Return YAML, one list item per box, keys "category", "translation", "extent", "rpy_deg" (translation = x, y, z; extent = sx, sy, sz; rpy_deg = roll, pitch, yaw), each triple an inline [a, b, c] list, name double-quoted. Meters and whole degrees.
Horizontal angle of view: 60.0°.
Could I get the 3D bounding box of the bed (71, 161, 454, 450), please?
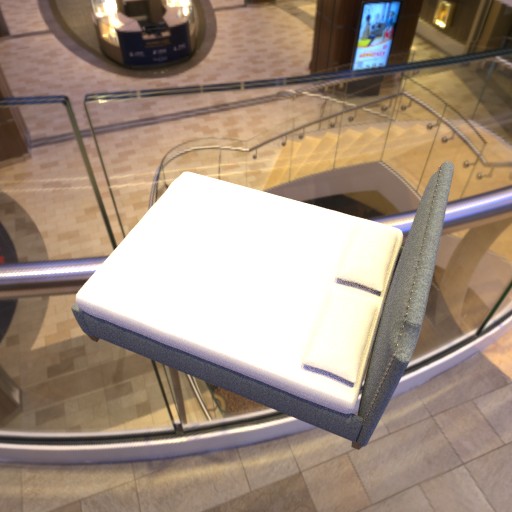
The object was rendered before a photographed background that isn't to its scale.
- category: "bed"
  translation: [0.000, 0.000, 3.387]
  extent: [2.372, 1.443, 1.712]
  rpy_deg: [17, 50, 15]
